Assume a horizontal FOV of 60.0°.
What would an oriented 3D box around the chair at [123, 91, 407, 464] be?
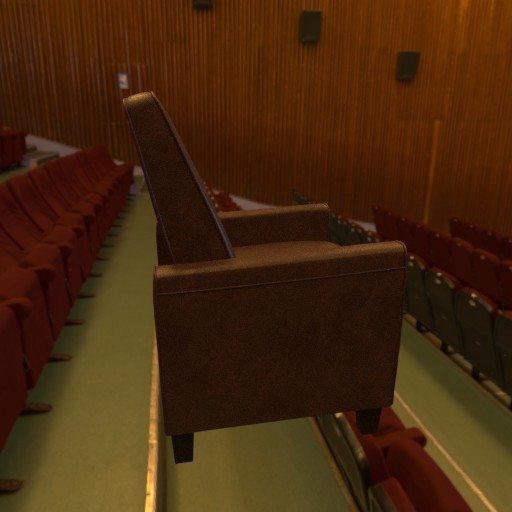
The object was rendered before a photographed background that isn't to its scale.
[{"bbox_3d":[0.000,0.000,1.484,0.746,1.013,0.705,-3,17,-11],"label":"chair"}]
